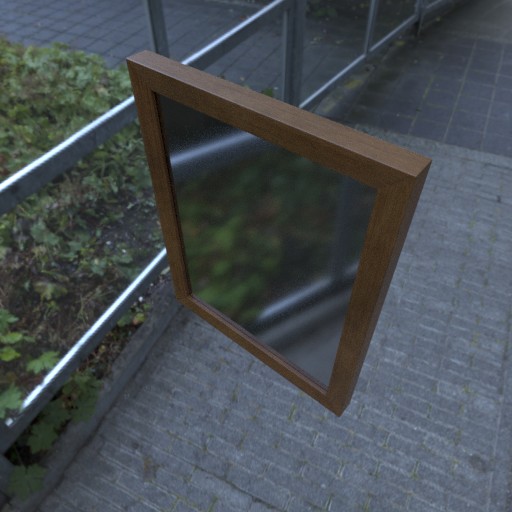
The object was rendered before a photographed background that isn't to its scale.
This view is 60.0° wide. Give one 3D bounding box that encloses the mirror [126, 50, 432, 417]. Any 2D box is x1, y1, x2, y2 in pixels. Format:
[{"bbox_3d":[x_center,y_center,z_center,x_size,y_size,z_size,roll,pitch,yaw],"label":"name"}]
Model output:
[{"bbox_3d":[0.000,0.000,0.681,0.405,0.508,0.041,31,54,26],"label":"mirror"}]
